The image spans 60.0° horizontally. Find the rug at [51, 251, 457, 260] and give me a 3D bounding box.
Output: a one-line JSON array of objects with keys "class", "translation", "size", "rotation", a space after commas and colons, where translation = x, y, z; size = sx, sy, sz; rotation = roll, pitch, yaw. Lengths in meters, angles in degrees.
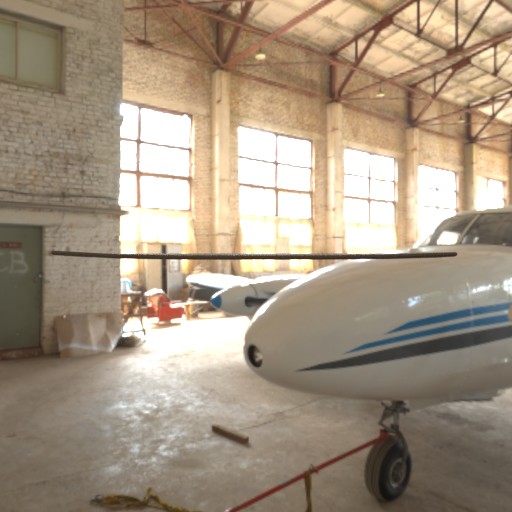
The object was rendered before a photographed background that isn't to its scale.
[{"class": "rug", "translation": [0.000, 0.000, 4.090], "size": [2.399, 0.054, 3.011], "rotation": [0, 0, 0]}]
